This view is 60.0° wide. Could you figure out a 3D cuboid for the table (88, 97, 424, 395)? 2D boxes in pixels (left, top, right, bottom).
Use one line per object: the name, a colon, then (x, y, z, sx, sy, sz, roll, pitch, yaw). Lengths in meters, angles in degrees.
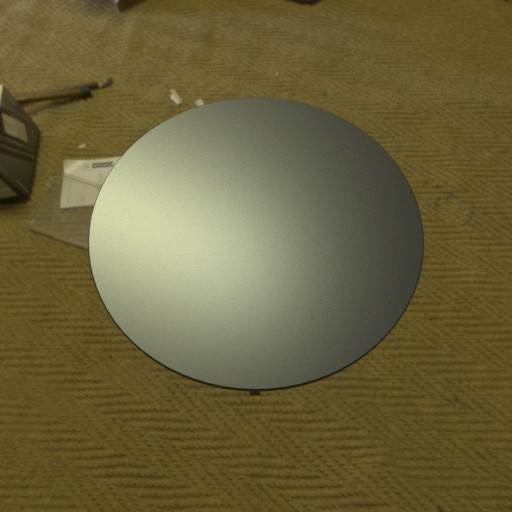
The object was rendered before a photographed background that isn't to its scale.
table: (0.000, 0.000, 1.425, 0.914, 0.457, 0.914, 0, 64, 0)
